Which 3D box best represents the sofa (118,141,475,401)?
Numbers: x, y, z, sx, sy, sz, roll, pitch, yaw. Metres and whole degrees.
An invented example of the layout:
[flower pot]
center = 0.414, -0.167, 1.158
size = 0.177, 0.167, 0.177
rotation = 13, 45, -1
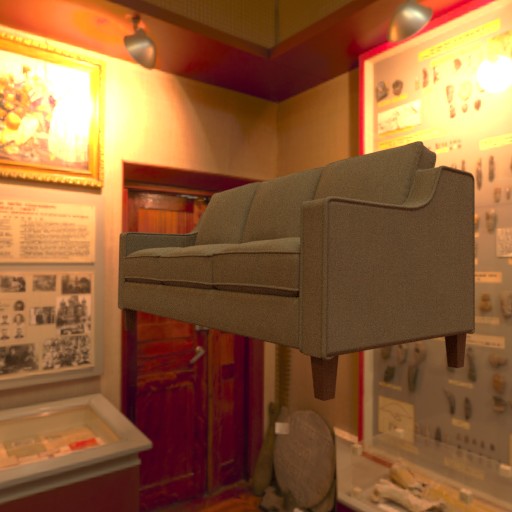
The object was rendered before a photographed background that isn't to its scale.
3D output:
[sofa]
center = 0.000, 0.000, 2.447
size = 0.911, 0.974, 1.986
rotation = 1, -1, -35
